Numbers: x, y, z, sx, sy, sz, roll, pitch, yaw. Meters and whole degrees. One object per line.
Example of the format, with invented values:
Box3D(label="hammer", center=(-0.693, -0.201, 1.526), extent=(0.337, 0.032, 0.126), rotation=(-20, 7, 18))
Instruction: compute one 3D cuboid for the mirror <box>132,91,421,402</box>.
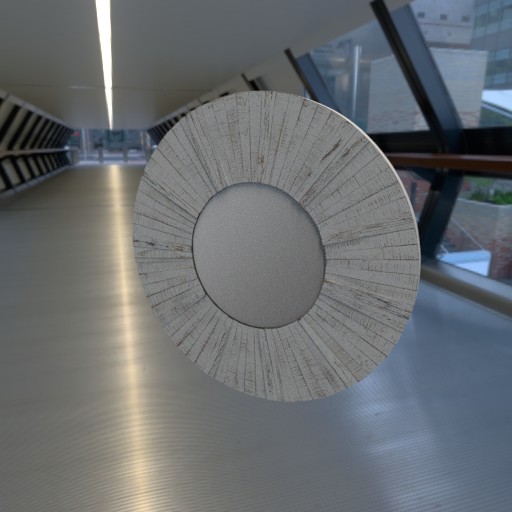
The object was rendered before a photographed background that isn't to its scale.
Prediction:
Box3D(label="mirror", center=(0.000, 0.000, 1.308), extent=(0.914, 0.914, 0.038), rotation=(7, 16, 26))
